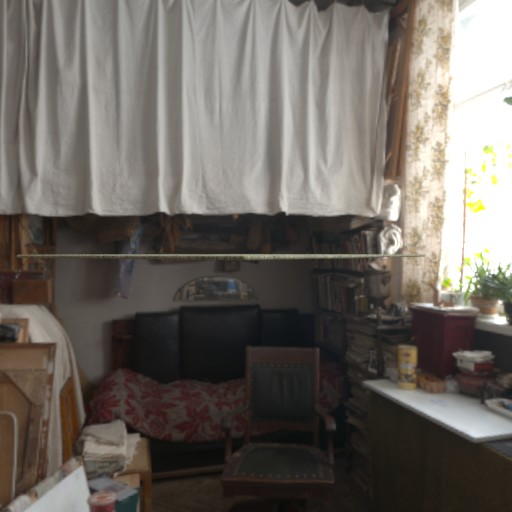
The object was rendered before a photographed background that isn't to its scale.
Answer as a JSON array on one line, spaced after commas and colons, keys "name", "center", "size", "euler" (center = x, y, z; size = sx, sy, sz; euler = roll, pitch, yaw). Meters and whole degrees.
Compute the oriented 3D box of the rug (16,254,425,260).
[{"name": "rug", "center": [0.000, 0.000, 2.302], "size": [1.243, 0.014, 1.846], "euler": [0, 0, 35]}]
